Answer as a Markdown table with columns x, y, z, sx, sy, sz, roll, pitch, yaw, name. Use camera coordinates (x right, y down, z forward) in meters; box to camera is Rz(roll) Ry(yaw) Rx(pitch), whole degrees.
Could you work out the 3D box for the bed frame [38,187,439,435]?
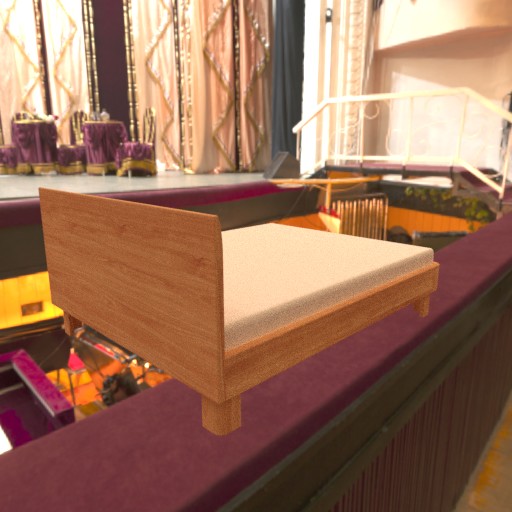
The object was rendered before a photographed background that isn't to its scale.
| x | y | z | sx | sy | sz | roll | pitch | yaw | name |
| --- | --- | --- | --- | --- | --- | --- | --- | --- | --- |
| 0.000 | 0.000 | 2.962 | 1.660 | 0.940 | 2.092 | 13 | 19 | 43 | bed frame |
